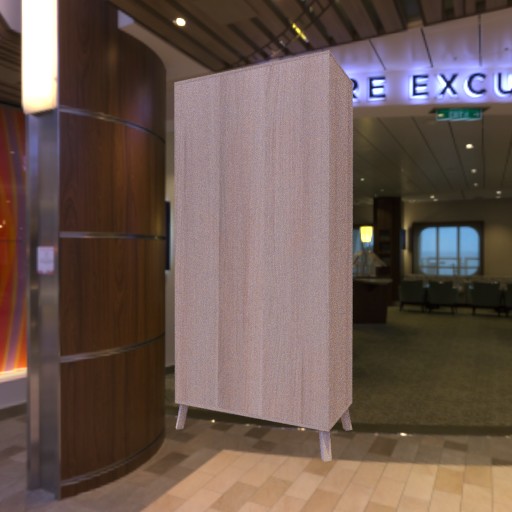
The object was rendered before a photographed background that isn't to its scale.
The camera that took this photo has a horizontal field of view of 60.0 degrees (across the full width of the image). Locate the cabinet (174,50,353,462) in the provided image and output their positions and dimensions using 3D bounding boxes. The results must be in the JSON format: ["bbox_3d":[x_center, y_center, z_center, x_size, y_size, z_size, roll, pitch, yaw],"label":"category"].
[{"bbox_3d":[0.000,0.000,2.660,0.969,1.957,1.272,0,1,-19],"label":"cabinet"}]
